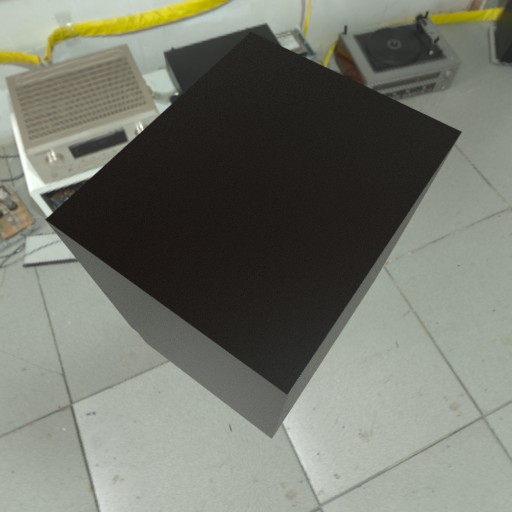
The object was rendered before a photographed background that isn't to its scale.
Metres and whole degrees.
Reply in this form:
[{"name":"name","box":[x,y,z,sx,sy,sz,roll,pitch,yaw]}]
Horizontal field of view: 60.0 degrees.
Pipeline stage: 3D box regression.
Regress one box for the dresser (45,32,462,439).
[{"name":"dresser","box":[0.000,0.000,0.748,0.360,0.470,0.400,33,67,15]}]
